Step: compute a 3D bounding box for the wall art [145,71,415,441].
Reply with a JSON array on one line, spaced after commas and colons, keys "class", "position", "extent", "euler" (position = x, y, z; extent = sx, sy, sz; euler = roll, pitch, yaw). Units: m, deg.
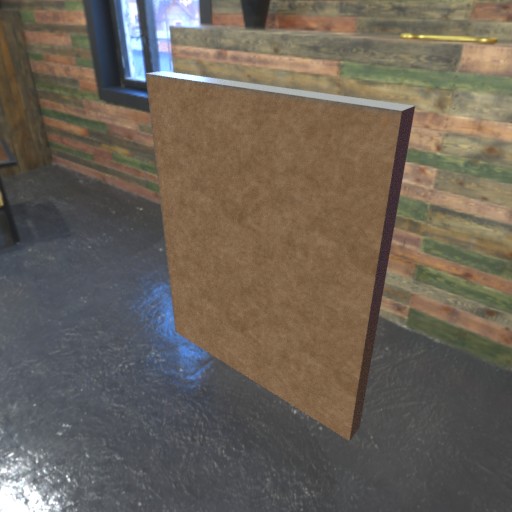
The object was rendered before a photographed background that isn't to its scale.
[{"class": "wall art", "position": [0.000, 0.000, 0.767], "extent": [0.453, 0.554, 0.037], "euler": [23, 37, 34]}]
